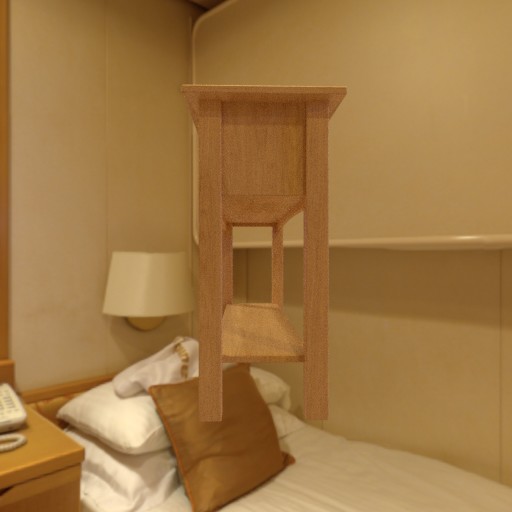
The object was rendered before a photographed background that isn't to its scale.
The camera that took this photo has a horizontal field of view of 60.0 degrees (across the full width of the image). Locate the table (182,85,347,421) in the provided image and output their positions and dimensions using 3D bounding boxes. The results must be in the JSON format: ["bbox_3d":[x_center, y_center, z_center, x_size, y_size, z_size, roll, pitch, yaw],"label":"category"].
[{"bbox_3d":[0.000,0.000,1.560,0.350,0.730,1.240,0,0,-2],"label":"table"}]
